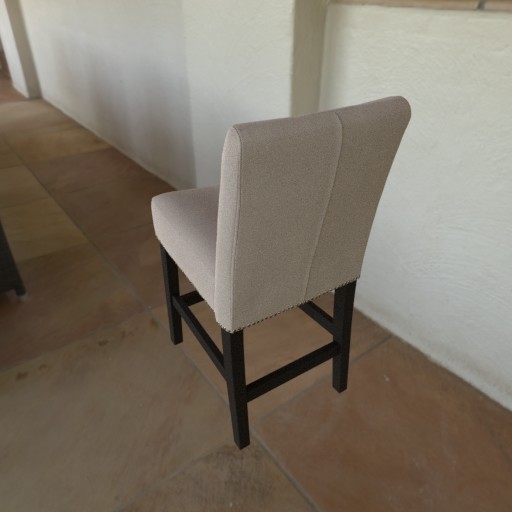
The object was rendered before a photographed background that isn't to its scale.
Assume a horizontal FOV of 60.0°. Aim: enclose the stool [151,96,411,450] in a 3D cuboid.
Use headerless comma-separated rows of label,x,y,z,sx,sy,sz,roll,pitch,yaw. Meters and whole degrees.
stool,0.000,0.000,1.215,0.427,0.885,0.571,-19,37,-28
